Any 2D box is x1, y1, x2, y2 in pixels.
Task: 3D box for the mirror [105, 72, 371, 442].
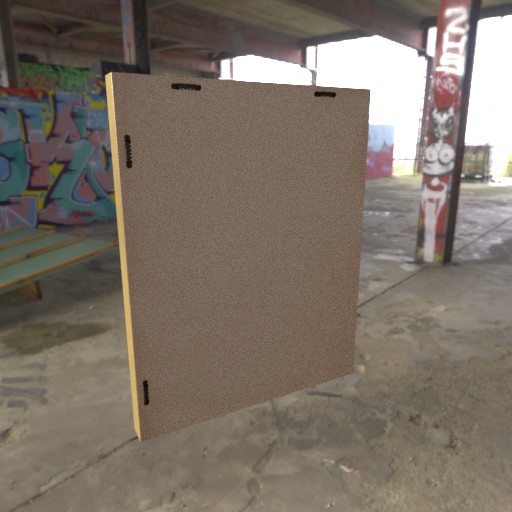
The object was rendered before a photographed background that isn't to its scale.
[{"bbox_3d":[0.000,0.000,0.693,0.405,0.508,0.041,-8,17,-28],"label":"mirror"}]
